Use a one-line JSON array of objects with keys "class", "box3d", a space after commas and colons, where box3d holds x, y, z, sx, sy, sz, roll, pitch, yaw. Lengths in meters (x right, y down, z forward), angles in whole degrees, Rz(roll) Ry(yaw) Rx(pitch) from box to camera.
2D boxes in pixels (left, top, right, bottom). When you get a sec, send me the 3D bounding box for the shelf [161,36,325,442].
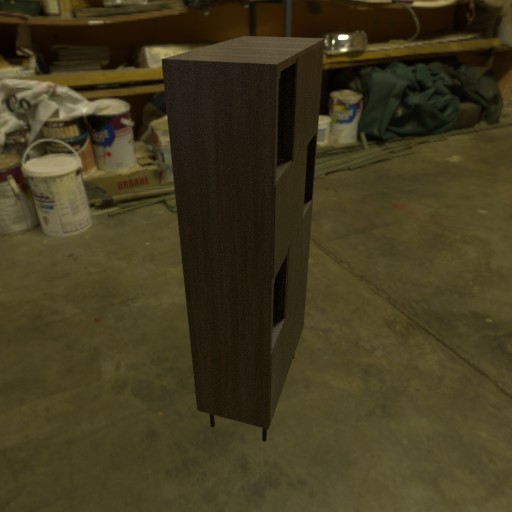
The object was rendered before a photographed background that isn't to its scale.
[{"class": "shelf", "box3d": [0.000, 0.000, 1.802, 0.323, 1.545, 0.670, 9, 32, 15]}]
